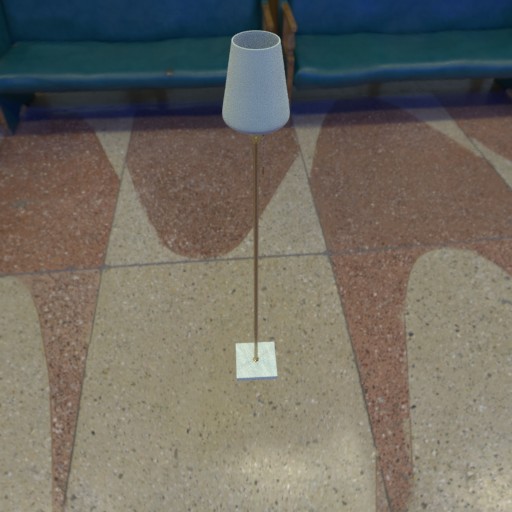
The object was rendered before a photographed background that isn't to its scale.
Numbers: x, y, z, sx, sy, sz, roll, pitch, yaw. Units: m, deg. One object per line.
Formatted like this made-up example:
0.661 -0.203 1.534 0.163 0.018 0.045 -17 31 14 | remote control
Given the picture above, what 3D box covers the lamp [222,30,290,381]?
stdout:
0.000 0.000 1.934 0.232 1.813 0.229 -2 47 -2 | lamp
